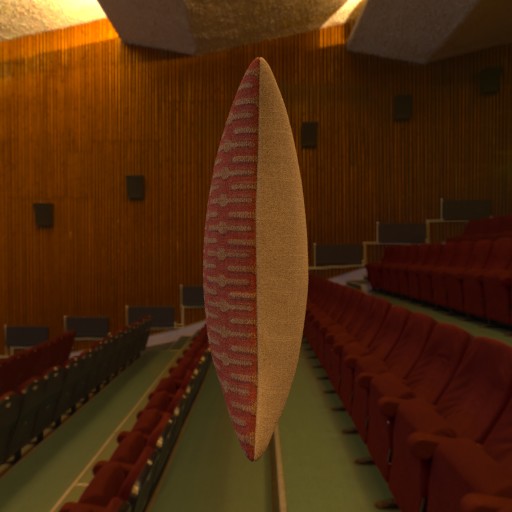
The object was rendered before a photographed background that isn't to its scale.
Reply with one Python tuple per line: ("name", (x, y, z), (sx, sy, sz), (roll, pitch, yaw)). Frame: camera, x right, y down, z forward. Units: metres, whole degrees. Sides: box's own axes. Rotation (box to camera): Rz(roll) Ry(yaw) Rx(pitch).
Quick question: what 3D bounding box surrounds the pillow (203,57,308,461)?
("pillow", (0.000, 0.000, 0.797), (0.182, 0.503, 0.511), (0, 1, 0))
